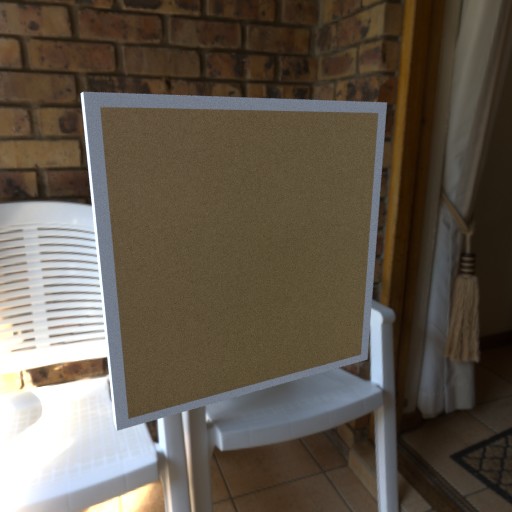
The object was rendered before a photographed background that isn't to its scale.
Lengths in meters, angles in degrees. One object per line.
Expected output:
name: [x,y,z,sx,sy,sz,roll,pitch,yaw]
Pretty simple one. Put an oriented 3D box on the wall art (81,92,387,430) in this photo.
wall art: [0.000,0.000,1.136,0.763,0.761,0.038,-8,18,-26]
